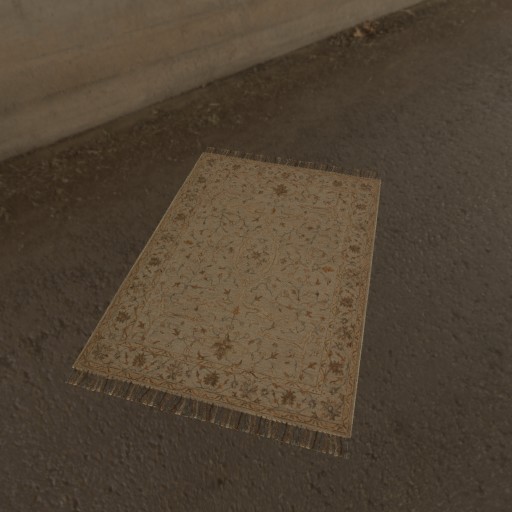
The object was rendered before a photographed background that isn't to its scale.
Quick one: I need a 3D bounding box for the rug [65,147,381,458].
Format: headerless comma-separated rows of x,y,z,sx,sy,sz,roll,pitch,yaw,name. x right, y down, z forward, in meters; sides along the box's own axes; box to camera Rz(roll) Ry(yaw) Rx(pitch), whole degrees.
0.000,0.000,2.393,1.218,0.017,1.861,11,48,10,rug
